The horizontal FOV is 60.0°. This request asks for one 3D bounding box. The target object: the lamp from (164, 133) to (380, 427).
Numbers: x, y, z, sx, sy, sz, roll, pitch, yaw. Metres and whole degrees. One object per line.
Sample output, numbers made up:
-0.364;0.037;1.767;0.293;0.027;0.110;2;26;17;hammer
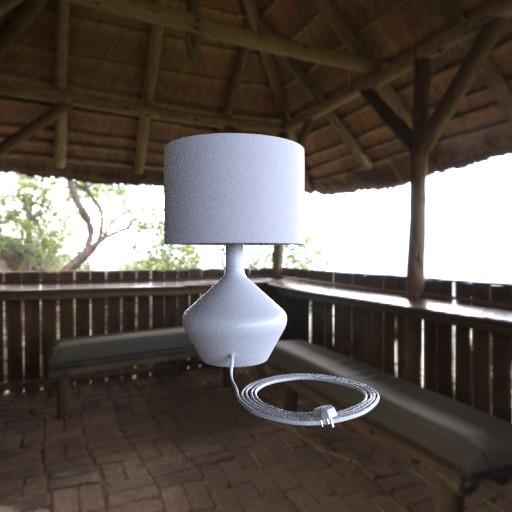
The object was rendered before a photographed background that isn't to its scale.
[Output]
0.000;0.000;0.855;0.401;0.457;0.546;0;0;1;lamp
